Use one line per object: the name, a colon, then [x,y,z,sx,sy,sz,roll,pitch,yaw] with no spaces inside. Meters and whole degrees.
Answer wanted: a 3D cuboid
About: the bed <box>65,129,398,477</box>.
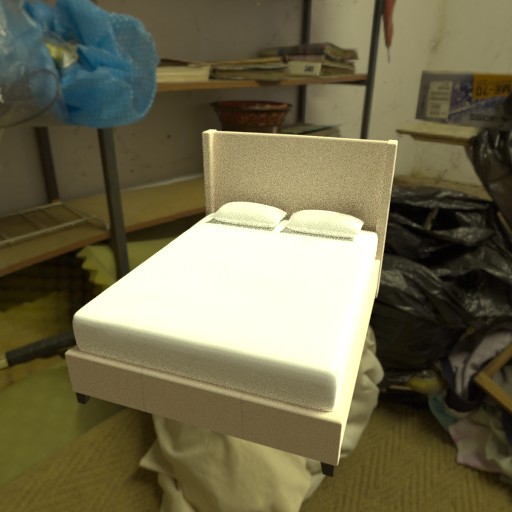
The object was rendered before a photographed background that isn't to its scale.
bed: [0.000,0.000,3.394,1.778,1.471,2.293,8,26,18]
